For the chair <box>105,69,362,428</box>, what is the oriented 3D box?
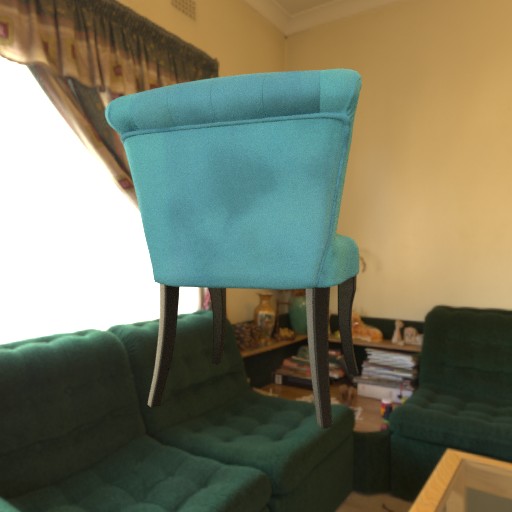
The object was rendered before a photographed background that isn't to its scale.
[{"bbox_3d":[0.000,0.000,1.181,0.582,0.750,0.605,0,0,18],"label":"chair"}]
